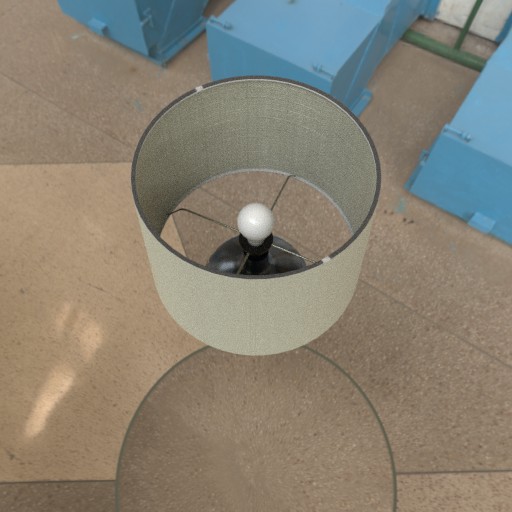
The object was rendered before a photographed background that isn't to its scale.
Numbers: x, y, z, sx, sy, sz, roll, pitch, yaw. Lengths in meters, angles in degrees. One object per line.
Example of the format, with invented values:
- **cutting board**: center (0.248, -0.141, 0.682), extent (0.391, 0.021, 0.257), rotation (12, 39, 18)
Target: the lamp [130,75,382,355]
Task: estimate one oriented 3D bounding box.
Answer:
- **lamp**: center (0.000, 0.000, 0.818), extent (0.376, 0.540, 0.376), rotation (0, 64, 0)
